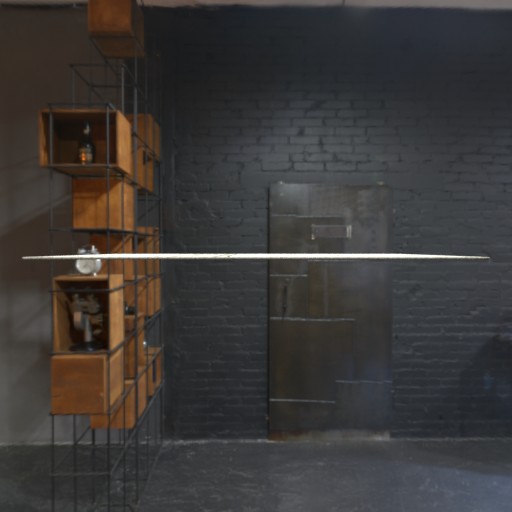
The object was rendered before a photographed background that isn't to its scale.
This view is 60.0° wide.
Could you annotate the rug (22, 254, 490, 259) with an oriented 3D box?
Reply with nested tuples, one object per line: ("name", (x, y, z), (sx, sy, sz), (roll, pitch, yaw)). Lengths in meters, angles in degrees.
("rug", (0.000, 0.000, 3.073), (2.444, 0.012, 1.526), (0, 1, 0))
